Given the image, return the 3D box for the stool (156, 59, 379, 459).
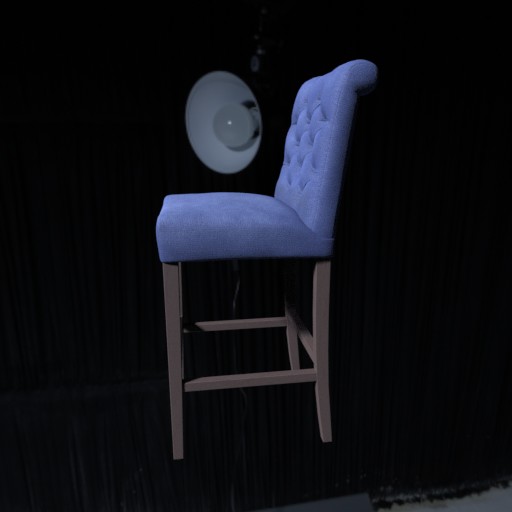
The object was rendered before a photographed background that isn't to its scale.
[{"bbox_3d":[0.000,0.000,1.452,0.601,1.140,0.493,-2,15,-8],"label":"stool"}]
